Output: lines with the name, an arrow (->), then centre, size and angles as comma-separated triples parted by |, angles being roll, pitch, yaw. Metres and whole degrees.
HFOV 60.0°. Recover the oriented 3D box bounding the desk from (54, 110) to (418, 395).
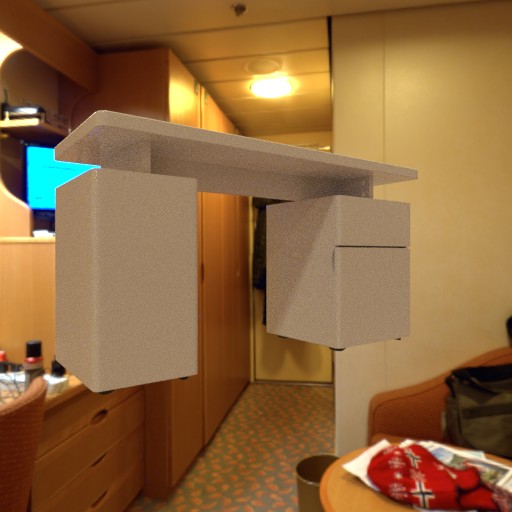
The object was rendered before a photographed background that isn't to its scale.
desk -> 0.000, 0.000, 1.775 | 1.400, 0.762, 0.550 | 0, 0, -36
